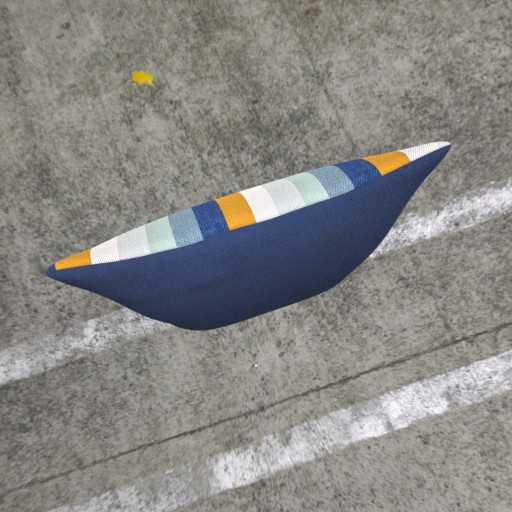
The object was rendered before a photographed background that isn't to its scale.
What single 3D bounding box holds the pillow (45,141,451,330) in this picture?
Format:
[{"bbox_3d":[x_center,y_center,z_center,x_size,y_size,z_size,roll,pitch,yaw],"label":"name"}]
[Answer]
[{"bbox_3d":[0.000,0.000,0.697,0.463,0.454,0.173,-18,77,-4],"label":"pillow"}]
